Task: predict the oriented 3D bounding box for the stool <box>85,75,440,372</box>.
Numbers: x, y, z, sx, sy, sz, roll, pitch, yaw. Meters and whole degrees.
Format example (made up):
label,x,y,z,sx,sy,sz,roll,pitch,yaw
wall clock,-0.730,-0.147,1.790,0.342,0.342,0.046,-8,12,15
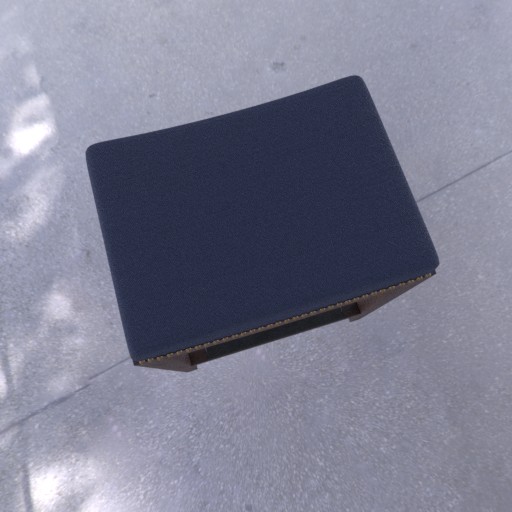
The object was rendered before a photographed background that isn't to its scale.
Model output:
label,x,y,z,sx,sy,sz,roll,pitch,yaw
stool,0.000,0.000,0.964,0.500,0.642,0.361,-16,76,-4
